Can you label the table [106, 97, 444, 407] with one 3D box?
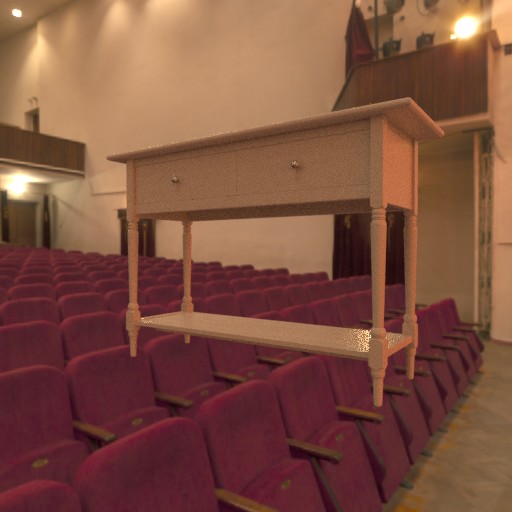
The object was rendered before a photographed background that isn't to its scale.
[{"bbox_3d":[0.000,0.000,1.602,1.197,0.808,0.384,0,1,35],"label":"table"}]
